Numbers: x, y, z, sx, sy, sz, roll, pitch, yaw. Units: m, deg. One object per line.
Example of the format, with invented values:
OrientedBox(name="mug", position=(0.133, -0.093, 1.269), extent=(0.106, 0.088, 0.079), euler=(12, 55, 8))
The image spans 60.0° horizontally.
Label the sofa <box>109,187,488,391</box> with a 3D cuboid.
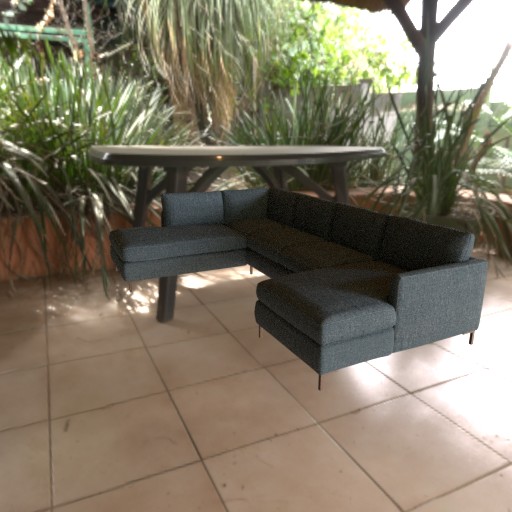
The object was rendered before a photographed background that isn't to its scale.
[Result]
OrientedBox(name="sofa", position=(0.000, 0.000, 3.519), extent=(1.879, 0.753, 2.737), euler=(-8, 17, -25))
